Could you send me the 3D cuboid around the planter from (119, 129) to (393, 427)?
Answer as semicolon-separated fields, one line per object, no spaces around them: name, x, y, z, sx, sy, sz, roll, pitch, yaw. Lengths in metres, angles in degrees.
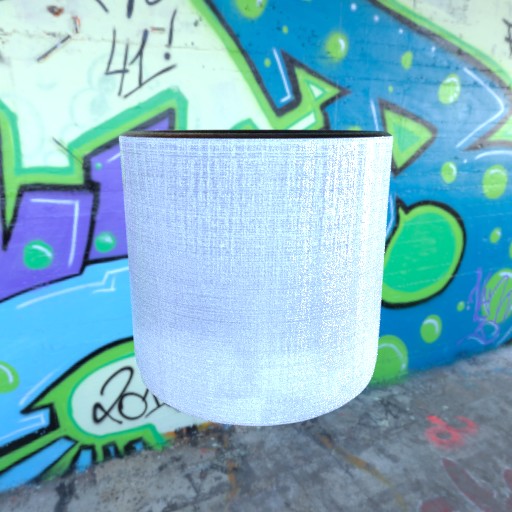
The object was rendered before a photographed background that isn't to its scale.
planter;0.000;0.000;0.286;0.160;0.156;0.160;0;17;0
